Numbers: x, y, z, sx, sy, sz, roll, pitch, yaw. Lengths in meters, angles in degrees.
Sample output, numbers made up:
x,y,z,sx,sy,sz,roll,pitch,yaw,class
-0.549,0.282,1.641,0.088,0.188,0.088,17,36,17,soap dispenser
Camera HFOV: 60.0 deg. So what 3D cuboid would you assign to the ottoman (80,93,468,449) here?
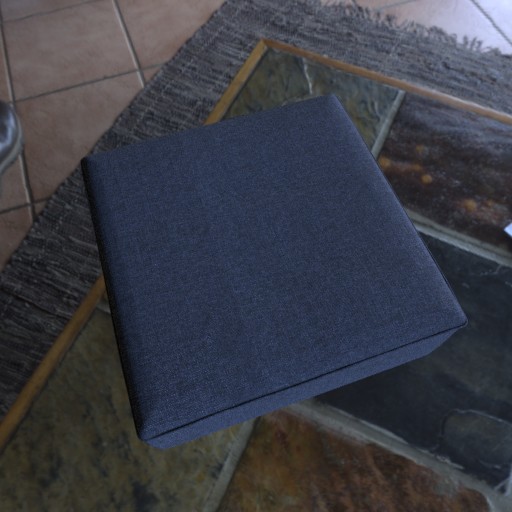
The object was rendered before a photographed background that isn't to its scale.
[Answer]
x,y,z,sx,sy,sz,roll,pitch,yaw,class
0.000,0.000,1.596,1.017,0.423,1.023,-17,64,-8,ottoman
